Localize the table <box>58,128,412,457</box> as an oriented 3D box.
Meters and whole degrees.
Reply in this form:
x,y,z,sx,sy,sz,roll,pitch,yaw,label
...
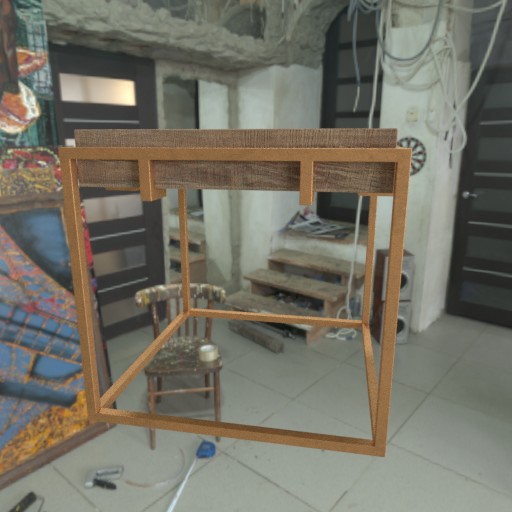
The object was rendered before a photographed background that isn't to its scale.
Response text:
x,y,z,sx,sy,sz,roll,pitch,yaw,label
0.000,0.000,1.082,0.599,0.584,0.599,3,15,10,table
